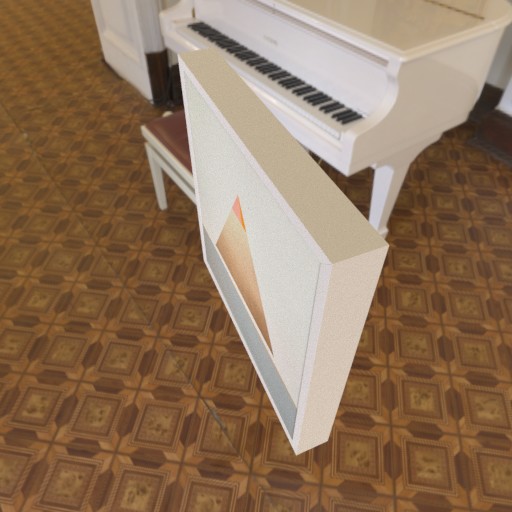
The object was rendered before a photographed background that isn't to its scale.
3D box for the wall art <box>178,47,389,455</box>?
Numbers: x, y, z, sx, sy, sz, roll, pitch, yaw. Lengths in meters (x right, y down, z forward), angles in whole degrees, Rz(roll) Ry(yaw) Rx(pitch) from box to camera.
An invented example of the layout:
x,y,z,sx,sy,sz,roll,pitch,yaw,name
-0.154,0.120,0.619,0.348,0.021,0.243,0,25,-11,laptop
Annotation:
x,y,z,sx,sy,sz,roll,pitch,yaw,name
0.000,0.000,0.460,0.038,0.304,0.305,-17,49,-16,wall art
